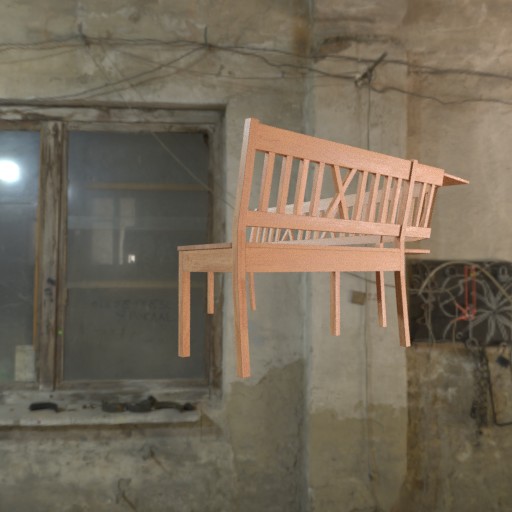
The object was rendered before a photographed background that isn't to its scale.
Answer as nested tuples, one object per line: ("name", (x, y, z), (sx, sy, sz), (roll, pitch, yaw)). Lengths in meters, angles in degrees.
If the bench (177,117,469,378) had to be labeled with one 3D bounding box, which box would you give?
("bench", (0.000, 0.000, 2.743), (1.537, 0.902, 1.937), (1, -2, -38))
